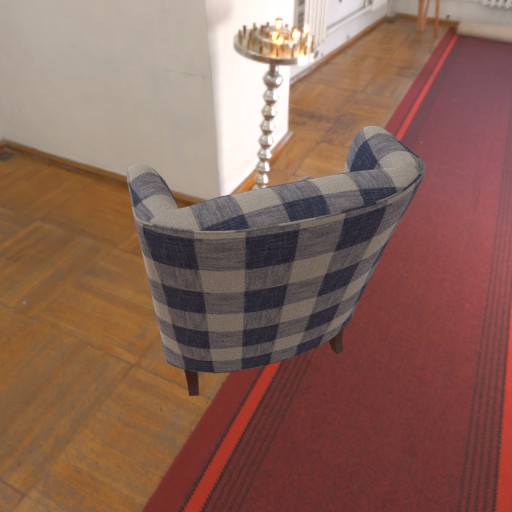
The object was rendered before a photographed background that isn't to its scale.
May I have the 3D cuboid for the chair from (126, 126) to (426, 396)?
[{"bbox_3d":[0.000,0.000,1.711,0.830,1.041,0.889,-13,43,-14],"label":"chair"}]
